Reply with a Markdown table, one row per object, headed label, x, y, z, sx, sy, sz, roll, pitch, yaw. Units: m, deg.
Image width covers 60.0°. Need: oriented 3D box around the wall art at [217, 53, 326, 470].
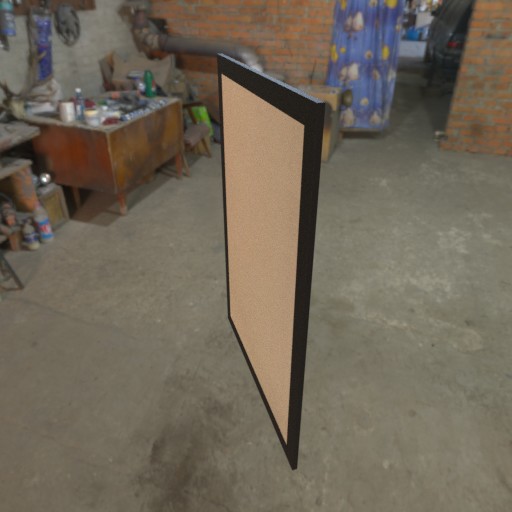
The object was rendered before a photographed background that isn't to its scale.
| label | x | y | z | sx | sy | sz | roll | pitch | yaw |
| --- | --- | --- | --- | --- | --- | --- | --- | --- | --- |
| wall art | 0.000 | 0.000 | 0.682 | 0.008 | 0.530 | 0.379 | -9 | 32 | -15 |
